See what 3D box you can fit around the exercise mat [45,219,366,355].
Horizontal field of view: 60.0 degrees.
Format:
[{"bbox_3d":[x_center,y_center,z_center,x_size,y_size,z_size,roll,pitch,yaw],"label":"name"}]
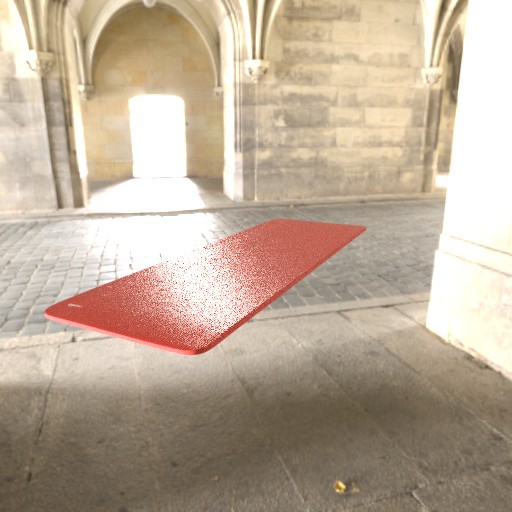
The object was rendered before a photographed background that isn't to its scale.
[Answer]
[{"bbox_3d":[0.000,0.000,2.065,0.616,0.021,1.869,7,17,26],"label":"exercise mat"}]
